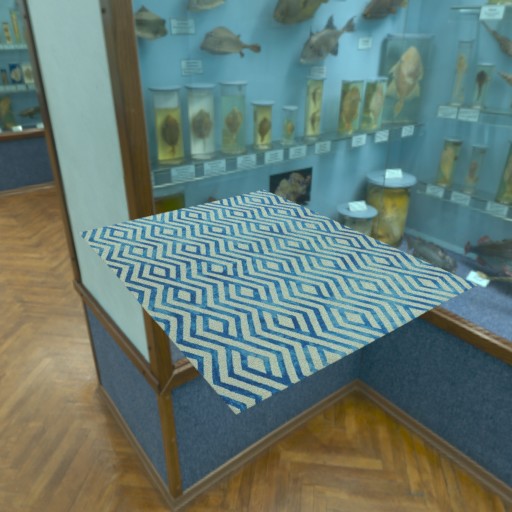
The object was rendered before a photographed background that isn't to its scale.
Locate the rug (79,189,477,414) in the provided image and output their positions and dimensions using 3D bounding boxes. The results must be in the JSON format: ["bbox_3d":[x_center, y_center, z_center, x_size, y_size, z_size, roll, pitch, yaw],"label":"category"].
[{"bbox_3d":[0.000,0.000,4.237,2.453,0.008,3.059,-18,32,-31],"label":"rug"}]
